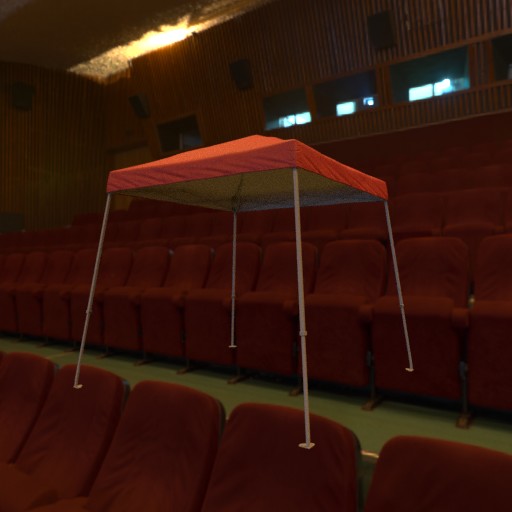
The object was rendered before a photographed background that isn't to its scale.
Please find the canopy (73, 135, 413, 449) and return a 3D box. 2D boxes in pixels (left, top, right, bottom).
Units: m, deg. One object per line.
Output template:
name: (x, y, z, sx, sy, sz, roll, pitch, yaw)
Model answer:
canopy: (0.000, 0.000, 6.571, 3.600, 3.600, 3.599, -1, -1, 34)
